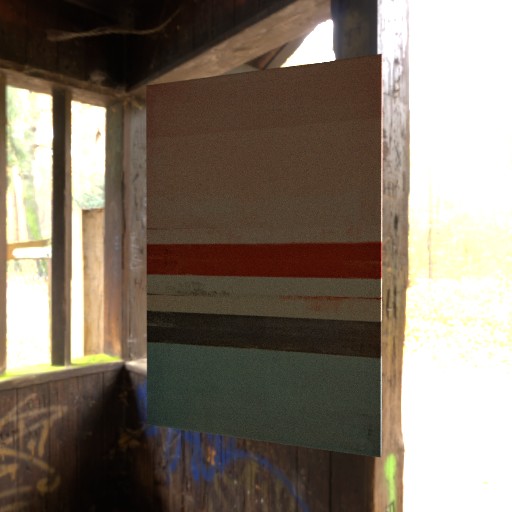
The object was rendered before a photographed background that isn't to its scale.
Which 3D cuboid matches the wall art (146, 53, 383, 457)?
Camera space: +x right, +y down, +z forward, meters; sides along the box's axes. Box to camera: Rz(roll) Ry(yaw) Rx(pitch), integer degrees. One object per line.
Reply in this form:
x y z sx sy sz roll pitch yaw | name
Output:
0.000 0.000 1.116 0.610 0.914 0.038 0 1 18 | wall art
